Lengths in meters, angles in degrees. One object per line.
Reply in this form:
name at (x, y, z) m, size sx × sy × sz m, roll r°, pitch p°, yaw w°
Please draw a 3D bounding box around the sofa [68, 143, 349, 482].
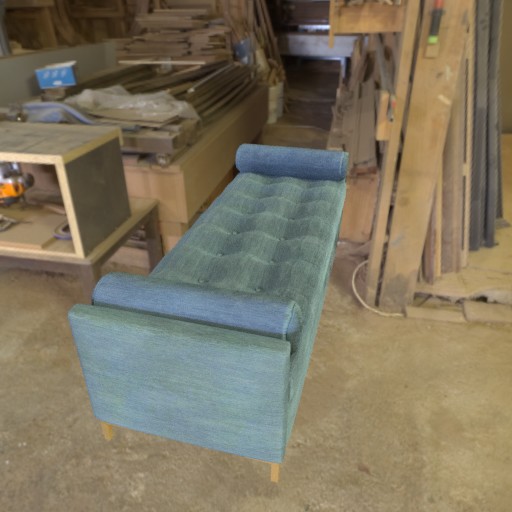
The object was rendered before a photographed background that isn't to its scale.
sofa at (0.000, 0.000, 2.424) m, size 0.796 × 0.705 × 2.102 m, roll 8°, pitch 31°, yaw 13°
